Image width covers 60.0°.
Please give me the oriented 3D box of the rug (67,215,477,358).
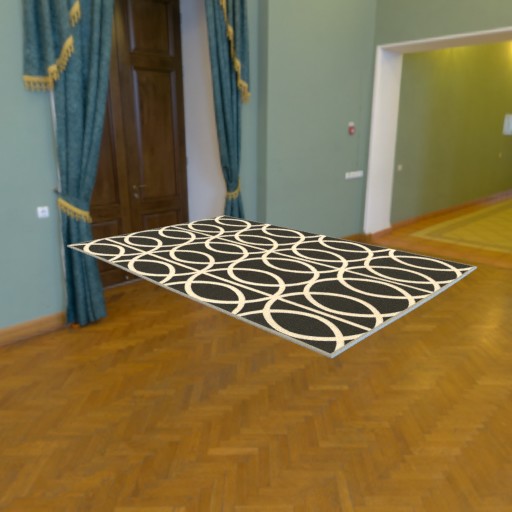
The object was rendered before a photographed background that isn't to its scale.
[{"bbox_3d":[0.000,0.000,2.927,2.294,0.014,1.528,15,22,42],"label":"rug"}]
